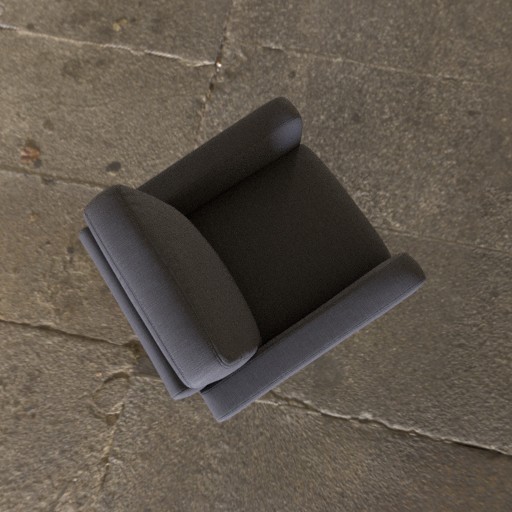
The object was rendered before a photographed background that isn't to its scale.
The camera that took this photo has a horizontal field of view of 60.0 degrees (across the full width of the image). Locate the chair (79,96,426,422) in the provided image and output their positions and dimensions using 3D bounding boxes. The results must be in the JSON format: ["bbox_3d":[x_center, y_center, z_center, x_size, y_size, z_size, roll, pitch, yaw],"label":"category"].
[{"bbox_3d":[0.000,0.000,1.522,0.863,0.855,0.798,-32,77,-8],"label":"chair"}]
